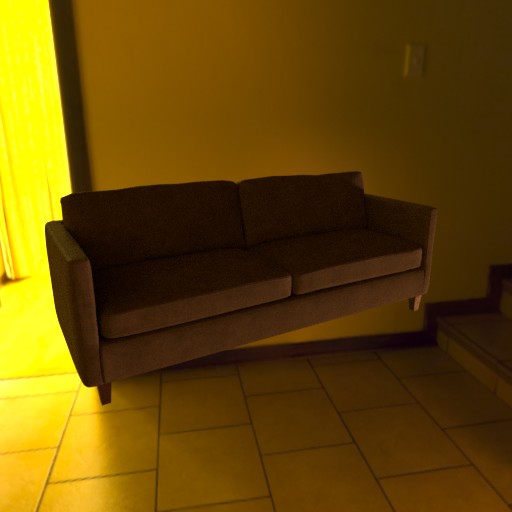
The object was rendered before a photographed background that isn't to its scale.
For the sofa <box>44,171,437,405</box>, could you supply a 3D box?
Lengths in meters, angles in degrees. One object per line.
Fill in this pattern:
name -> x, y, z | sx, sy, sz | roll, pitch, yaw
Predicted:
sofa -> 0.000, 0.000, 2.937 | 2.434, 0.965, 0.951 | -10, 20, -29
